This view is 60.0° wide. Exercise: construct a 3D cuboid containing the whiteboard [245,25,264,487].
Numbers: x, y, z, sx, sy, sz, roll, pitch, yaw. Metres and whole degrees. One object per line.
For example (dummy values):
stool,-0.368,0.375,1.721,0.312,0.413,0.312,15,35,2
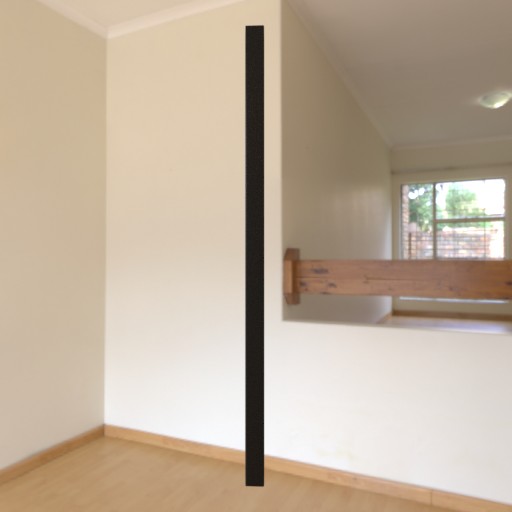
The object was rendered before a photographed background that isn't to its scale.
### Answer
whiteboard,0.000,0.000,0.789,0.026,0.611,0.406,0,0,0
